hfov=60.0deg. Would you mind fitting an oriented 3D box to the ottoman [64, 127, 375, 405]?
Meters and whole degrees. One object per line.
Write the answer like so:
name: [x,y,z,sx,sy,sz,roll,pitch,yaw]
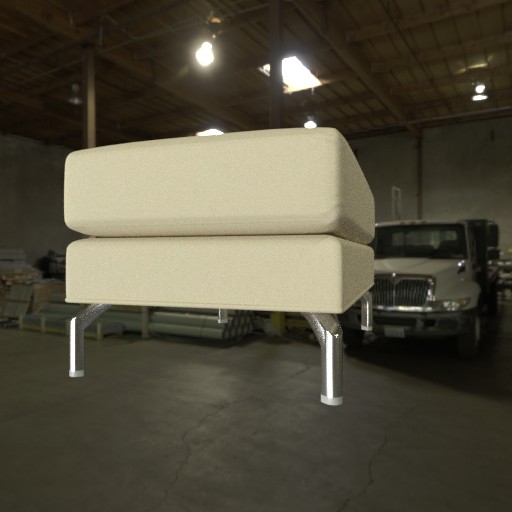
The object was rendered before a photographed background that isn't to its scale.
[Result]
ottoman: [0.000,0.000,1.205,0.581,0.497,0.835,0,0,18]
